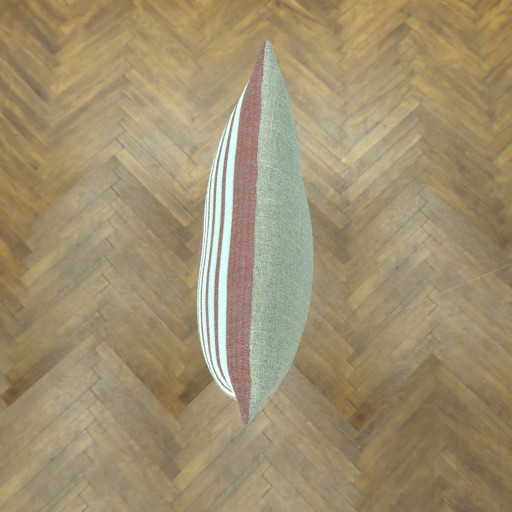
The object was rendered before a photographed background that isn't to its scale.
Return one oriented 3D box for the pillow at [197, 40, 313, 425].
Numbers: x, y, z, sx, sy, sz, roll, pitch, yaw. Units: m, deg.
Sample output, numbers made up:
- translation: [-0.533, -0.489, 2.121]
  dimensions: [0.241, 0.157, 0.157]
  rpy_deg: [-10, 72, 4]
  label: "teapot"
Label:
- translation: [0.000, 0.000, 0.673]
  dimensions: [0.182, 0.427, 0.439]
  rpy_deg: [3, 76, 1]
  label: "pillow"
